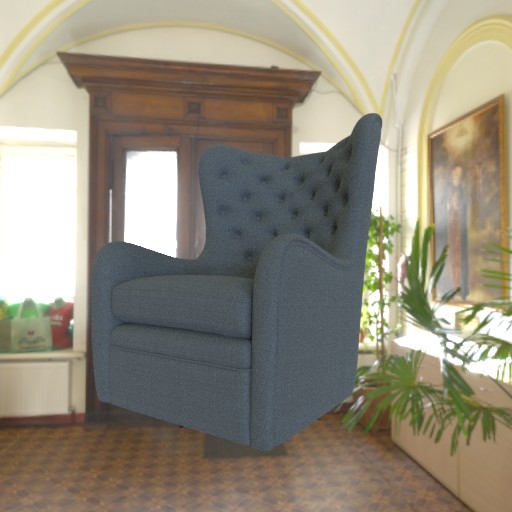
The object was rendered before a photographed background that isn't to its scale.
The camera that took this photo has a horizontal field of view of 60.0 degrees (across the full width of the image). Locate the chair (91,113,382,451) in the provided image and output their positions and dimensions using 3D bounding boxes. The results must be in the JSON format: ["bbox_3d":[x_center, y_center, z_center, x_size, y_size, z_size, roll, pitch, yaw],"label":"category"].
[{"bbox_3d":[0.000,0.000,1.709,0.831,1.079,0.930,-1,-2,36],"label":"chair"}]
